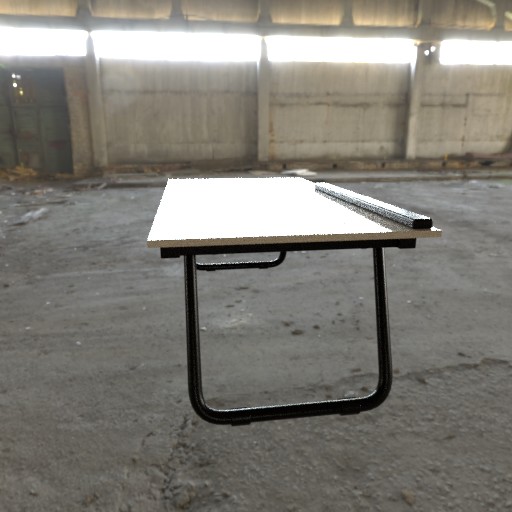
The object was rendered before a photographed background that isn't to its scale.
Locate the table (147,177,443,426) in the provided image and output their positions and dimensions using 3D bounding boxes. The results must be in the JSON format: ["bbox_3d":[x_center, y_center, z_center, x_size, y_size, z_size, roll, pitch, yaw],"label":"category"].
[{"bbox_3d":[0.000,0.000,0.805,0.322,0.242,0.644,-2,15,-9],"label":"table"}]
